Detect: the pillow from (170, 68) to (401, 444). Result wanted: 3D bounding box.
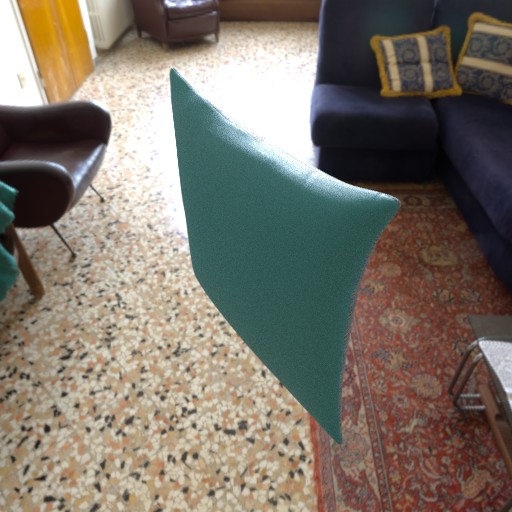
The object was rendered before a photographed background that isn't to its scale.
[{"bbox_3d":[0.000,0.000,0.759,0.150,0.497,0.514,-24,46,-25],"label":"pillow"}]
